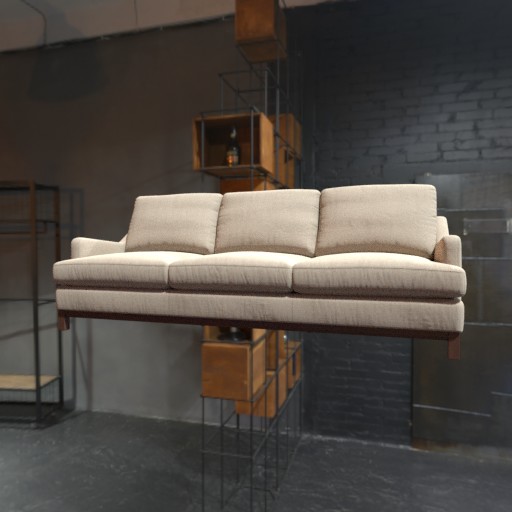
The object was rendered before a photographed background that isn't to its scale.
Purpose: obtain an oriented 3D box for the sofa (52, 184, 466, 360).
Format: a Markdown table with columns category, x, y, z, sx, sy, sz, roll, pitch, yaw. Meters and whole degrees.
| category | x | y | z | sx | sy | sz | roll | pitch | yaw |
| --- | --- | --- | --- | --- | --- | --- | --- | --- | --- |
| sofa | 0.000 | 0.000 | 2.808 | 2.321 | 0.913 | 1.000 | 0 | 1 | 18 |
